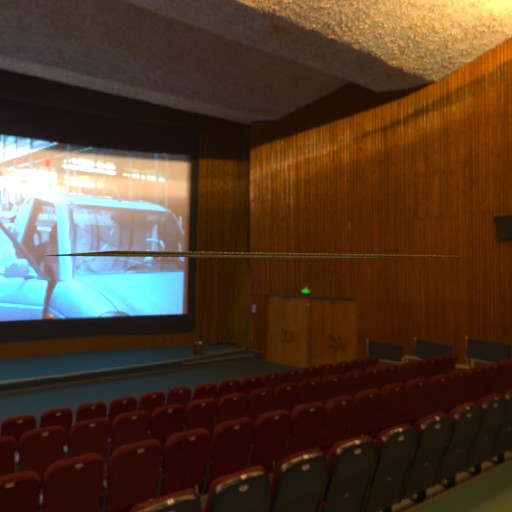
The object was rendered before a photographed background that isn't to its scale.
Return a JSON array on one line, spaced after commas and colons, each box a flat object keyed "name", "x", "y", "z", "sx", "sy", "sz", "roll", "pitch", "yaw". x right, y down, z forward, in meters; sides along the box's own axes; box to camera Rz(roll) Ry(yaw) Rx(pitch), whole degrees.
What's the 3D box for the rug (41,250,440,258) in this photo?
[{"name": "rug", "x": 0.000, "y": 0.000, "z": 3.041, "sx": 2.453, "sy": 0.003, "sz": 1.519, "roll": 1, "pitch": -1, "yaw": -36}]
